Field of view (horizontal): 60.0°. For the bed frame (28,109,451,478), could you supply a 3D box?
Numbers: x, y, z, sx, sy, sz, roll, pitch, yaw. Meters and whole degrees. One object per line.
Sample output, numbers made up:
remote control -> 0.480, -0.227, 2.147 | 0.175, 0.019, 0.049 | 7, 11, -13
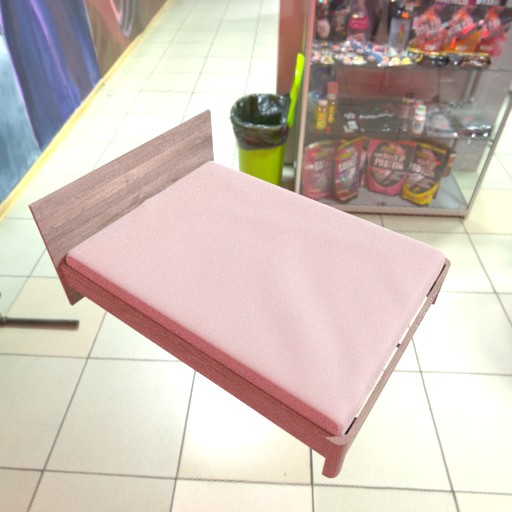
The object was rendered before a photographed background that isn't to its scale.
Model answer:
bed frame -> 0.000, 0.000, 2.681 | 1.950, 0.800, 1.490 | 26, 48, 26
